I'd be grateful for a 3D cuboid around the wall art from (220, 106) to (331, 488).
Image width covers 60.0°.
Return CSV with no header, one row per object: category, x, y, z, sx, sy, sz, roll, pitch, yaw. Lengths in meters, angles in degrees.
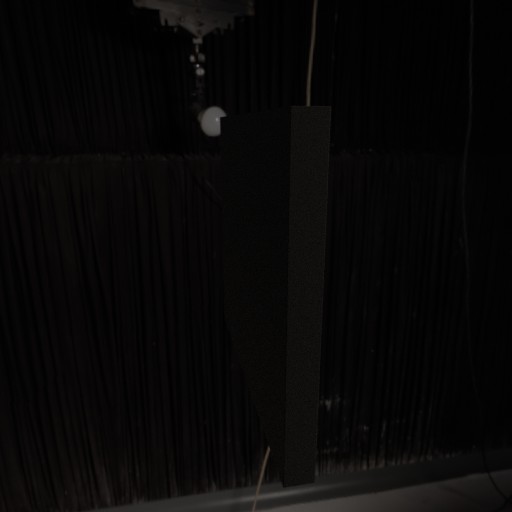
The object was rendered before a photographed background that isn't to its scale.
wall art,0.000,0.000,0.540,0.031,0.330,0.381,-3,17,-11
